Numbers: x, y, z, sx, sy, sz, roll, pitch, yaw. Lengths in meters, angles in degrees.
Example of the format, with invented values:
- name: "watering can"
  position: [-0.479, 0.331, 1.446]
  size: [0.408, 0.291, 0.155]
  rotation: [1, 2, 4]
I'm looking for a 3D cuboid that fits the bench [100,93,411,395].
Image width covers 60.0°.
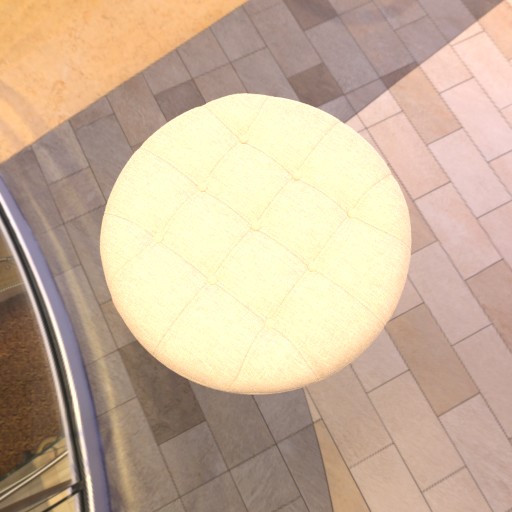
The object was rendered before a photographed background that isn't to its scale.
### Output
- name: "bench"
  position: [0.000, 0.000, 1.017]
  size: [0.600, 0.454, 0.600]
  rotation: [0, 75, 0]
